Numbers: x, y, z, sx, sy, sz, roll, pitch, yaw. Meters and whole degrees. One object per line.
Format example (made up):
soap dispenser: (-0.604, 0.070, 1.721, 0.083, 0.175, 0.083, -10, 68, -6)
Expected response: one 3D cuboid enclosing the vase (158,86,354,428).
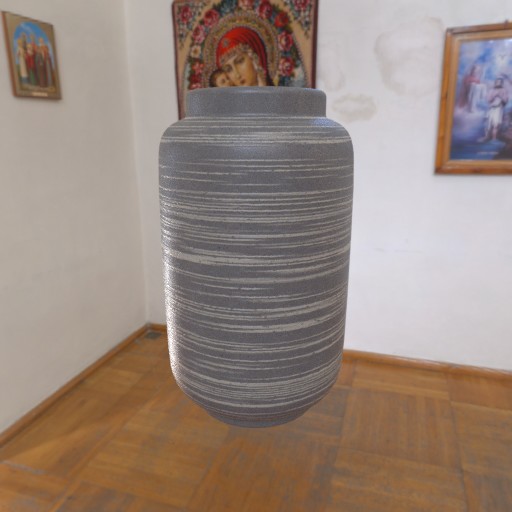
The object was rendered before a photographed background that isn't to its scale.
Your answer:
vase: (0.000, 0.000, 0.717, 0.297, 0.499, 0.297, 0, 16, 0)
